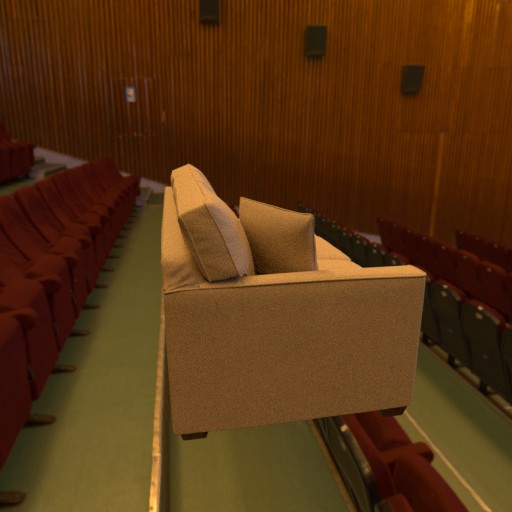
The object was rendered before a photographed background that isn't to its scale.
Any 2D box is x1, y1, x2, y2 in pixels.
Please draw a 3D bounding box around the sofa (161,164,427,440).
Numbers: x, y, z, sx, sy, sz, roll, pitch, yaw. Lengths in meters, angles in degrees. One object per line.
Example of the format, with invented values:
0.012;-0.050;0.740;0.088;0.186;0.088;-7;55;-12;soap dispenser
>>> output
0.000;0.000;2.579;1.034;0.946;1.962;-3;16;-10;sofa
